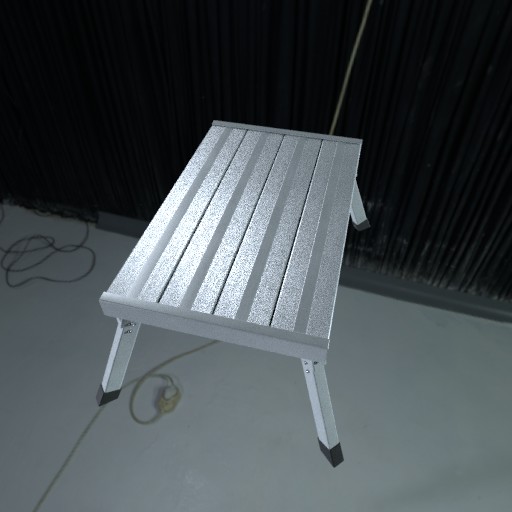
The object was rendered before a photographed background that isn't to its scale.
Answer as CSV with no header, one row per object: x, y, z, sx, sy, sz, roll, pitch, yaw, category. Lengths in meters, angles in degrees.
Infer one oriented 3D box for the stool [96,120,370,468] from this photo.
0.000,0.000,0.750,0.385,0.225,0.535,10,46,10,stool
